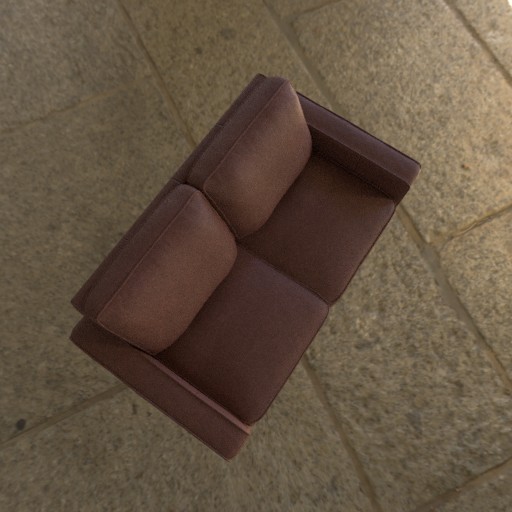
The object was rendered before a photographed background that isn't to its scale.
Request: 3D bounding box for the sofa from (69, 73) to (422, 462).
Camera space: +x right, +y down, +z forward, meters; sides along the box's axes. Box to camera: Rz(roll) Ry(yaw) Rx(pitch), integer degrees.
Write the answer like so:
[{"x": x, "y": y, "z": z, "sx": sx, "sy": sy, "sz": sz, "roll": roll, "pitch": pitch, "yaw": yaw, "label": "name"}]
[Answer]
[{"x": 0.000, "y": 0.000, "z": 2.265, "sx": 0.947, "sy": 0.918, "sz": 1.709, "roll": 34, "pitch": 76, "yaw": 9, "label": "sofa"}]
